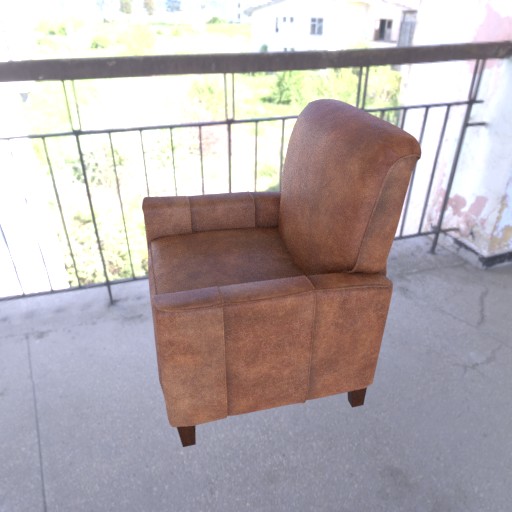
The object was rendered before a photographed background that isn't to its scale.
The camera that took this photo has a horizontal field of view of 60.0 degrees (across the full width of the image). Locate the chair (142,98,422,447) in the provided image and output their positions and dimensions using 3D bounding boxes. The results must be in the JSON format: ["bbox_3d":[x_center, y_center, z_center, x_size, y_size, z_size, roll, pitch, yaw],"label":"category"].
[{"bbox_3d":[0.000,0.000,1.699,0.836,1.043,0.843,-8,31,-13],"label":"chair"}]
